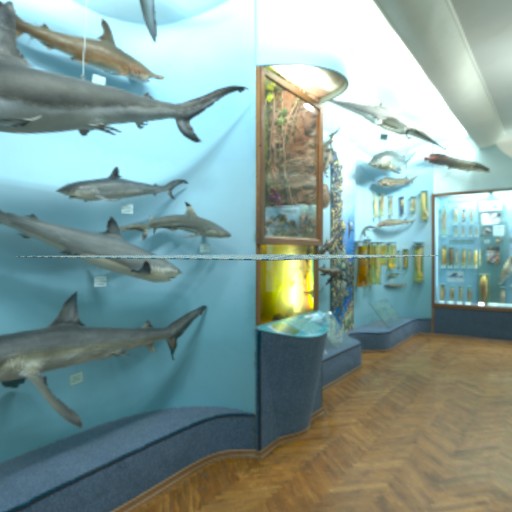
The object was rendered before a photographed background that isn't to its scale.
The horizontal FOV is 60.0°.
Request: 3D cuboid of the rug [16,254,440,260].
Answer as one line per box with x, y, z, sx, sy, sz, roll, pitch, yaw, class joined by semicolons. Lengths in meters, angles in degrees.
0.000;0.000;4.007;2.453;0.008;3.059;0;1;36;rug
